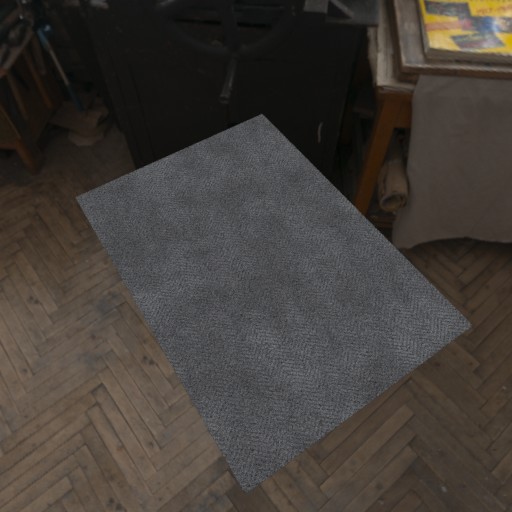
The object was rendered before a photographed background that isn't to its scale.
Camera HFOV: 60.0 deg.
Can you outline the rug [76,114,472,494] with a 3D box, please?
[{"bbox_3d":[0.000,0.000,2.887,1.600,0.008,2.235,-29,62,-17],"label":"rug"}]
